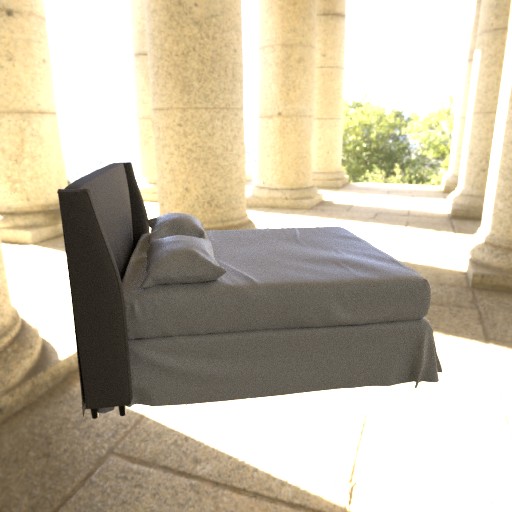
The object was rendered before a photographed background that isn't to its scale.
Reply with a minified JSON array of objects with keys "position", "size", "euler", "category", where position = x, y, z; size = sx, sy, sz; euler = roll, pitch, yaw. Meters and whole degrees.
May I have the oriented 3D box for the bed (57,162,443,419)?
[{"position":[0.000,0.000,3.386],"size":[2.276,1.332,1.925],"euler":[-2,16,-8],"category":"bed"}]
